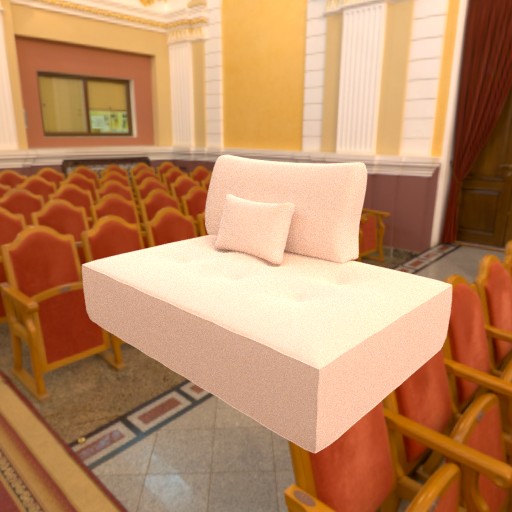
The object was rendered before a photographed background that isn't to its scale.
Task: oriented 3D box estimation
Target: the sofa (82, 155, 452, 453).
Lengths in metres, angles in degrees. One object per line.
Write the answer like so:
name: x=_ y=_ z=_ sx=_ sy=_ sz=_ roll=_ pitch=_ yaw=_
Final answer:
sofa: x=0.000 y=0.000 z=2.038 sx=1.450 sy=0.820 sz=1.000 roll=15 pitch=22 yaw=42
